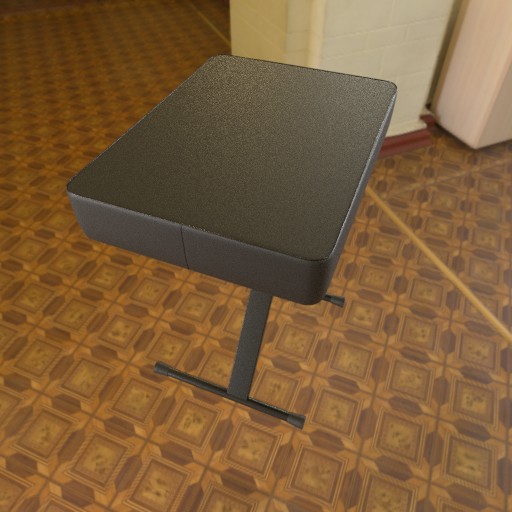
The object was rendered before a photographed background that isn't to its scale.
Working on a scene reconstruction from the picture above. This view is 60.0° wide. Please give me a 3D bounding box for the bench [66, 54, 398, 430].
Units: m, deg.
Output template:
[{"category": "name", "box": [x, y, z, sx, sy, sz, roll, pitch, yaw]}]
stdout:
[{"category": "bench", "box": [0.000, 0.000, 0.780, 0.321, 0.500, 0.424, 16, 48, 15]}]
